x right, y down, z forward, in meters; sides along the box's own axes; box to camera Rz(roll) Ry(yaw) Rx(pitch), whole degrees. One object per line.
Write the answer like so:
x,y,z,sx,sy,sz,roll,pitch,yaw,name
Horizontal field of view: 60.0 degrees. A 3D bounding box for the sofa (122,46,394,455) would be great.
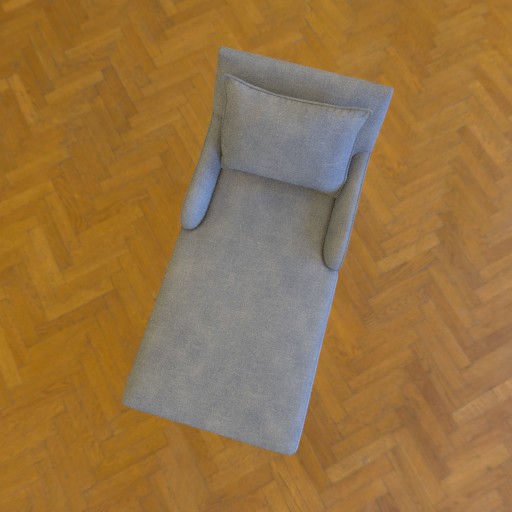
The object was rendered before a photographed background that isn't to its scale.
0.000,0.000,2.293,0.904,0.883,1.779,15,76,4,sofa
